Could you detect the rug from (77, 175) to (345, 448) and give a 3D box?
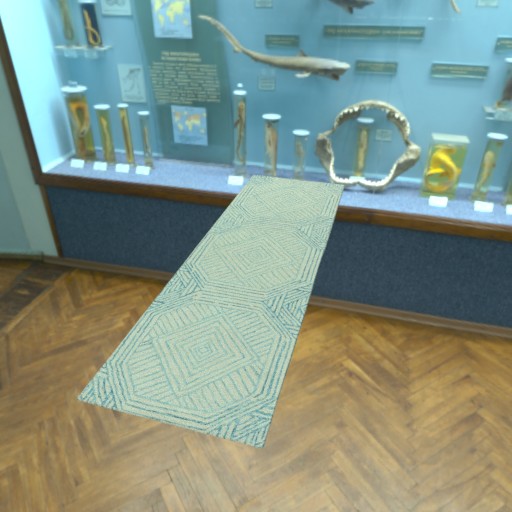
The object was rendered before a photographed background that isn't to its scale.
[{"bbox_3d":[0.000,0.000,2.663,0.775,0.012,2.452,9,33,14],"label":"rug"}]
